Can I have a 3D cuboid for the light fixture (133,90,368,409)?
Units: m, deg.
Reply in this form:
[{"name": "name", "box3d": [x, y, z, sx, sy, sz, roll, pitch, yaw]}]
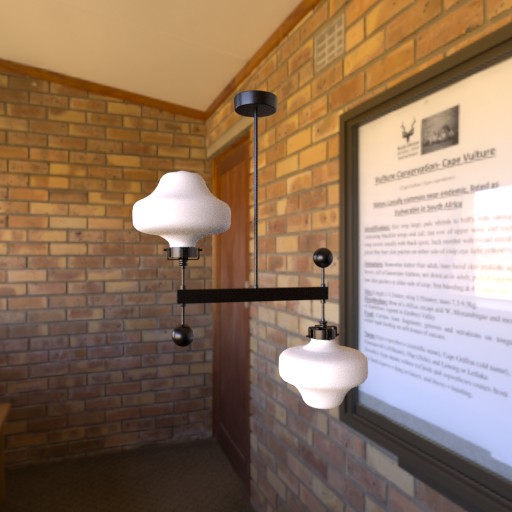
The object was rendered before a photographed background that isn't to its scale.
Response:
[{"name": "light fixture", "box3d": [0.000, 0.000, 1.041, 0.422, 0.743, 0.489, 0, -1, 36]}]
